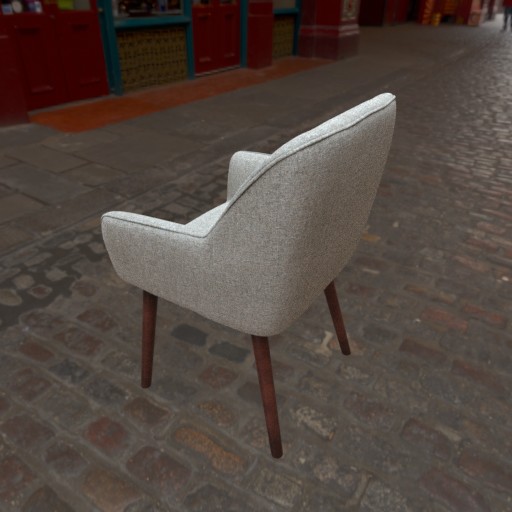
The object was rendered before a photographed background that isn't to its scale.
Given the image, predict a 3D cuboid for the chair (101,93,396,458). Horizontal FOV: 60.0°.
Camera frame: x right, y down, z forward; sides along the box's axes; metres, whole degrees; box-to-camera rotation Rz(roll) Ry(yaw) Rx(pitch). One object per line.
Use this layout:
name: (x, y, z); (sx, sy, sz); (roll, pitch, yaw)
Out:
chair: (0.000, 0.000, 1.148); (0.519, 0.803, 0.543); (19, 36, 28)
